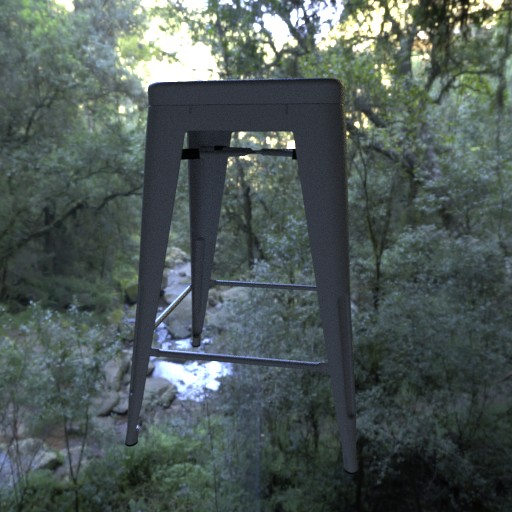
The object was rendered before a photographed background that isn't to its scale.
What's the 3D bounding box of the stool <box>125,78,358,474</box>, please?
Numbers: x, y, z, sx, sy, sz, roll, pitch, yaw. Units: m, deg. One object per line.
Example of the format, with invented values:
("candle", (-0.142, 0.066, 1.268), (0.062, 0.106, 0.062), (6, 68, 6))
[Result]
("stool", (0.000, 0.000, 0.861), (0.406, 0.610, 0.406), (3, 16, 10))
